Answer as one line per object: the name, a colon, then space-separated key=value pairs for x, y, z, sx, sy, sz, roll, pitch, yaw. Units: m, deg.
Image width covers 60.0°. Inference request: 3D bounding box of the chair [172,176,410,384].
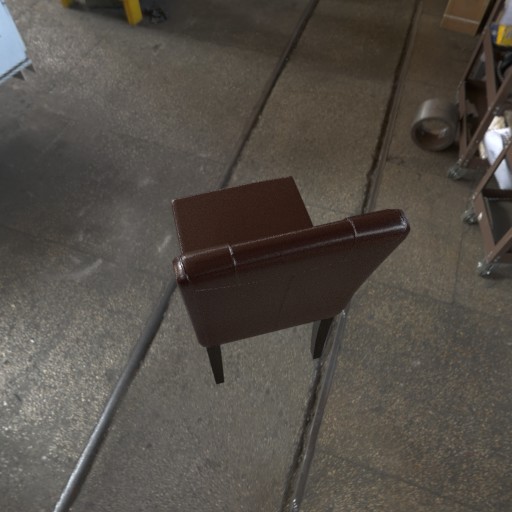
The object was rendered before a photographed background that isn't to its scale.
chair: x=0.000 y=0.000 z=1.202 sx=0.399 sy=0.897 sz=0.556 roll=-13 pitch=59 yaw=-8
